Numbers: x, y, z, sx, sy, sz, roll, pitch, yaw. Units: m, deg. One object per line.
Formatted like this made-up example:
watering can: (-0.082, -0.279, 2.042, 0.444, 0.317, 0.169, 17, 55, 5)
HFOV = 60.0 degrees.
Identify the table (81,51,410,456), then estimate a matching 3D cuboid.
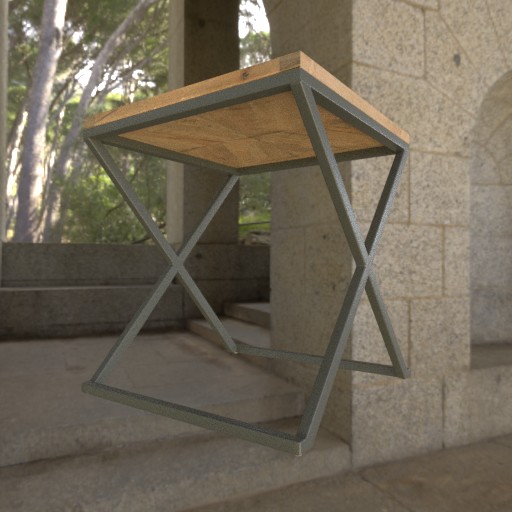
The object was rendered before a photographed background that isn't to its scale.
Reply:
table: (0.000, 0.000, 0.939, 0.499, 0.550, 0.498, 0, -1, 35)
